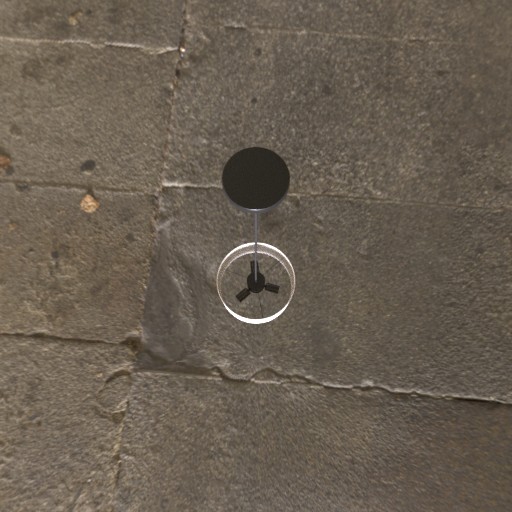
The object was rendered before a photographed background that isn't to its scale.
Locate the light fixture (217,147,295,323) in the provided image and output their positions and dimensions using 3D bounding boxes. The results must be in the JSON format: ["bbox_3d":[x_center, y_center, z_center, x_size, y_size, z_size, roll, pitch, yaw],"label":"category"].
[{"bbox_3d":[0.000,0.000,1.716,0.399,1.516,0.399,0,77,0],"label":"light fixture"}]
